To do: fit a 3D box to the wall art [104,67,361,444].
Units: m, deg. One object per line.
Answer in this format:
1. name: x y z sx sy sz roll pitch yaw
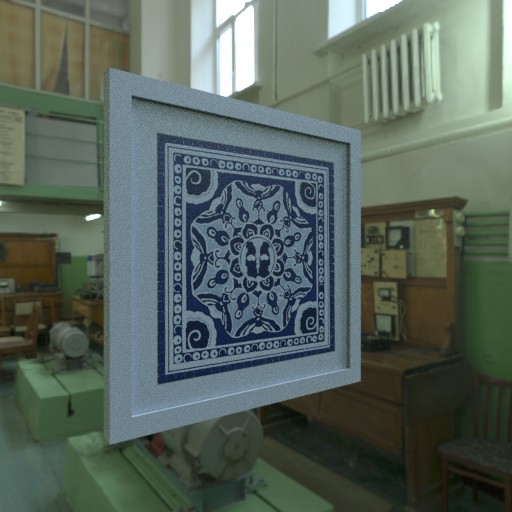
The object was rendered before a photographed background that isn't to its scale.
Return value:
1. wall art: 0.000 0.000 0.834 0.559 0.559 0.028 0 0 -36
